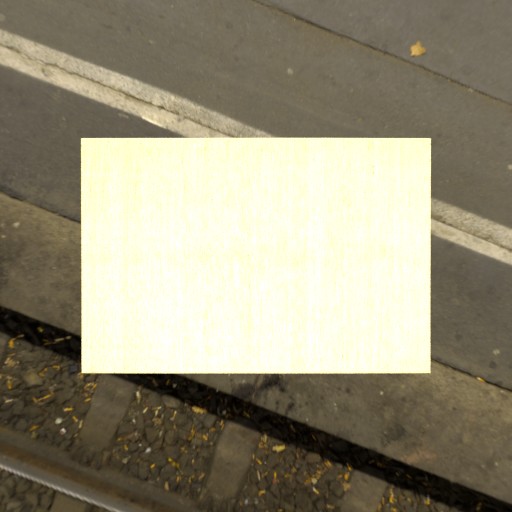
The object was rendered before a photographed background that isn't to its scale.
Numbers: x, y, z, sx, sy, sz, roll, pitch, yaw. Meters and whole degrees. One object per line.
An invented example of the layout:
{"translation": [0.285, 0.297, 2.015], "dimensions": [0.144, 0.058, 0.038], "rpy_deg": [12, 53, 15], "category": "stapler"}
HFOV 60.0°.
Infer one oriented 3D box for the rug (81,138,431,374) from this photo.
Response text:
{"translation": [0.000, 0.000, 2.350], "dimensions": [1.850, 0.015, 1.250], "rpy_deg": [0, 90, 0], "category": "rug"}
